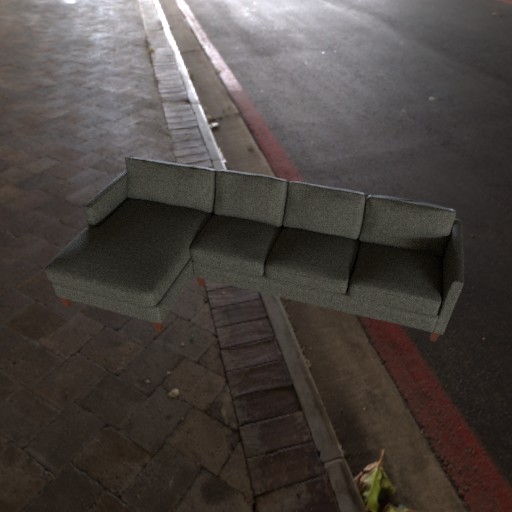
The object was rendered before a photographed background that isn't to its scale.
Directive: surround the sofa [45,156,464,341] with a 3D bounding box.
[{"bbox_3d":[0.000,0.000,4.076,3.485,0.960,1.635,12,41,14],"label":"sofa"}]
